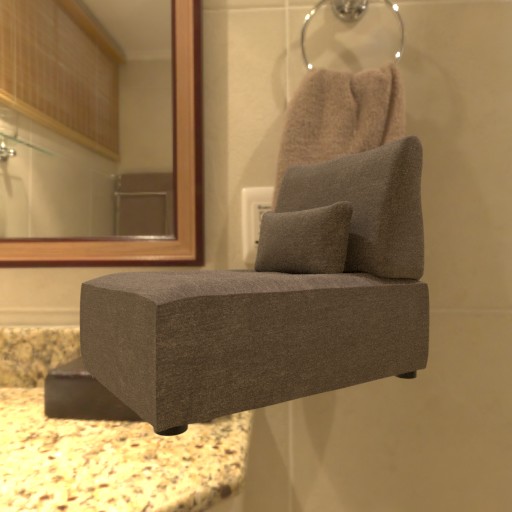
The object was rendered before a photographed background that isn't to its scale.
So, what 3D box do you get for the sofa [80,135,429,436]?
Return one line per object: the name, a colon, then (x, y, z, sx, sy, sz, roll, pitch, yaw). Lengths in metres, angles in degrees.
sofa: (0.000, 0.000, 1.526, 1.000, 0.820, 0.700, 0, 0, -34)
